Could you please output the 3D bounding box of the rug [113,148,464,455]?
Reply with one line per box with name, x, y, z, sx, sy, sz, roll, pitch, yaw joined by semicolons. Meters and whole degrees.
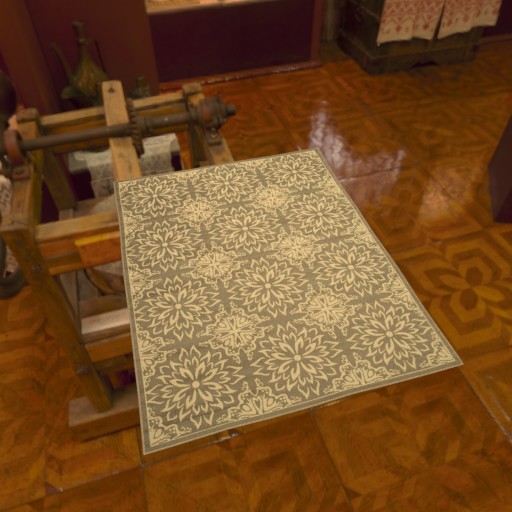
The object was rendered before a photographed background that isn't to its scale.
rug;0.000;0.000;4.051;2.363;0.012;2.980;-12;48;-11
